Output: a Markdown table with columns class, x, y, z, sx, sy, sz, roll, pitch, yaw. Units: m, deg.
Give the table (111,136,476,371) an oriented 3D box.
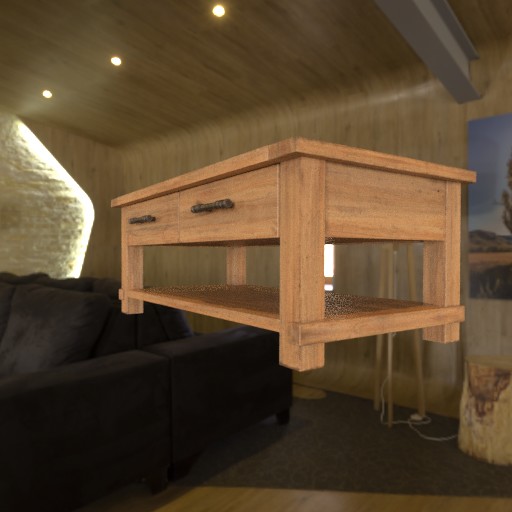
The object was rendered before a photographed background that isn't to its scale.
| class | x | y | z | sx | sy | sz | roll | pitch | yaw |
| --- | --- | --- | --- | --- | --- | --- | --- | --- | --- |
| table | 0.000 | 0.000 | 1.616 | 0.693 | 0.494 | 1.270 | 0 | 0 | -35 |
